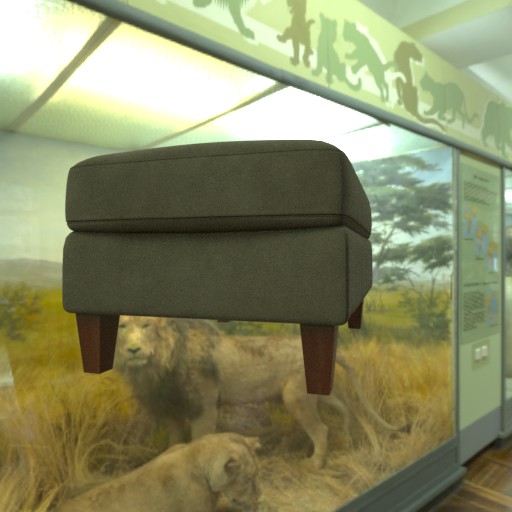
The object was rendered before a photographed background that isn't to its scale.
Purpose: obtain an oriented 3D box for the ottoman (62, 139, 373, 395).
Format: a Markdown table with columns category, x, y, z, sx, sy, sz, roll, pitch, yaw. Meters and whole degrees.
| category | x | y | z | sx | sy | sz | roll | pitch | yaw |
| --- | --- | --- | --- | --- | --- | --- | --- | --- | --- |
| ottoman | 0.000 | 0.000 | 1.210 | 0.584 | 0.483 | 0.864 | 0 | 0 | 17 |
